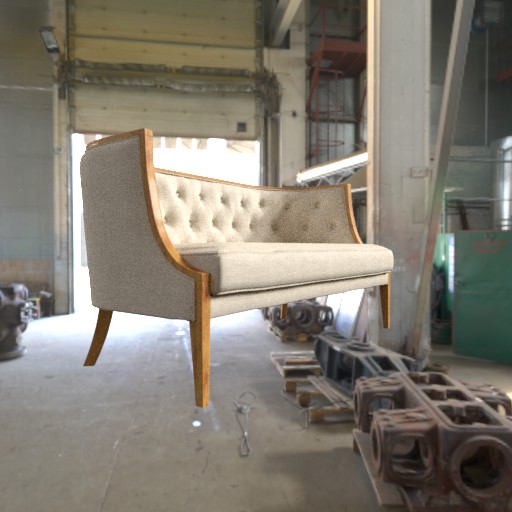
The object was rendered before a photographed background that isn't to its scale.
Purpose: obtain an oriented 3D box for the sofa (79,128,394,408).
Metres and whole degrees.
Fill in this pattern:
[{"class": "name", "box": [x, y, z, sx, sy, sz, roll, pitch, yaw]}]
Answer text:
[{"class": "sofa", "box": [0.000, 0.000, 1.956, 0.770, 0.775, 1.474, 1, 1, 36]}]
